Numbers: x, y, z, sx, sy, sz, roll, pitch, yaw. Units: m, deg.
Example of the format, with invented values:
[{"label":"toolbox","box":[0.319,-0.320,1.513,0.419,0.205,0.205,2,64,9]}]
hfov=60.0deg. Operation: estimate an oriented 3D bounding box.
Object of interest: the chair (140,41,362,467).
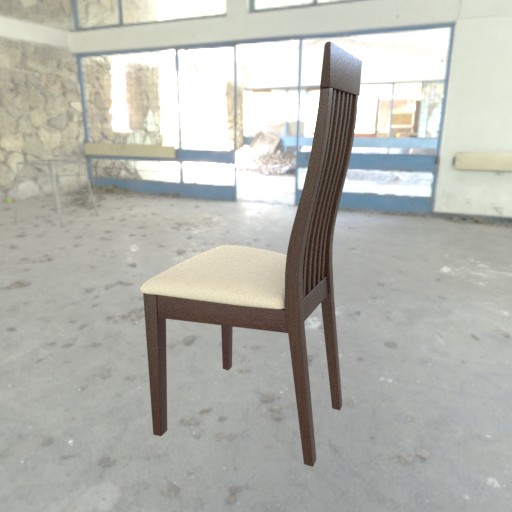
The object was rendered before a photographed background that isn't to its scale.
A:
[{"label":"chair","box":[0.000,0.000,1.252,0.474,1.027,0.460,7,17,24]}]
